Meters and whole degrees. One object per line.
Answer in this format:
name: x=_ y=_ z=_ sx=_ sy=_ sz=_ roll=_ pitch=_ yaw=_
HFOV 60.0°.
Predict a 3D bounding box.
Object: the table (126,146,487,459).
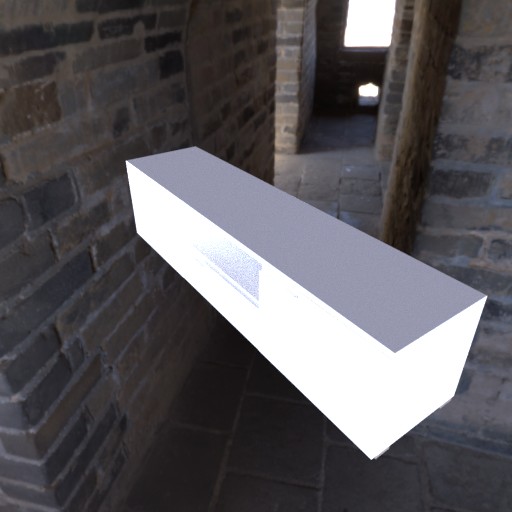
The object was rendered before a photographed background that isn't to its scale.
table: x=0.000 y=0.000 z=1.809 sx=0.390 sy=0.420 sz=1.650 roll=-20 pitch=37 yaw=-30
